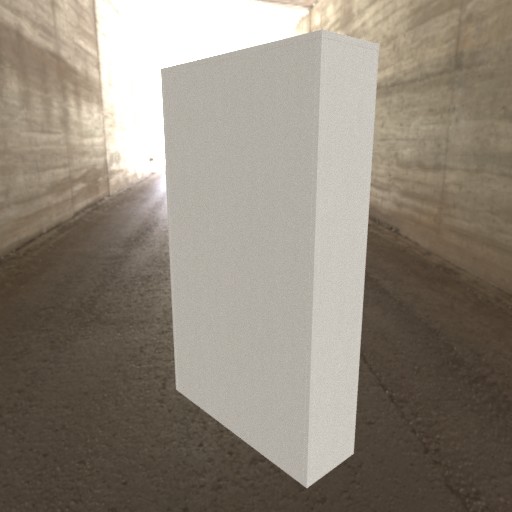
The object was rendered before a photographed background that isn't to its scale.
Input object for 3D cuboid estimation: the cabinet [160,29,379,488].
[{"bbox_3d":[0.000,0.000,1.548,0.250,1.280,0.750,-12,19,-40],"label":"cabinet"}]
